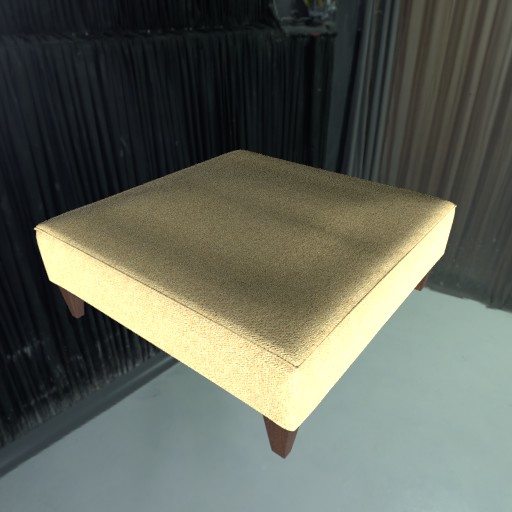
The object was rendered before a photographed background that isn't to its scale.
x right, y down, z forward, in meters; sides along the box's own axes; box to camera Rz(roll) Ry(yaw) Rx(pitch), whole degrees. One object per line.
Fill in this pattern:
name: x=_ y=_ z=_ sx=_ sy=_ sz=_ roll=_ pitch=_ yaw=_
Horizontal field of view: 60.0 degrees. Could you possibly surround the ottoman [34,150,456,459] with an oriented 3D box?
ottoman: x=0.000 y=0.000 z=1.489 sx=0.970 sy=0.378 sz=0.981 roll=22 pitch=37 yaw=32
